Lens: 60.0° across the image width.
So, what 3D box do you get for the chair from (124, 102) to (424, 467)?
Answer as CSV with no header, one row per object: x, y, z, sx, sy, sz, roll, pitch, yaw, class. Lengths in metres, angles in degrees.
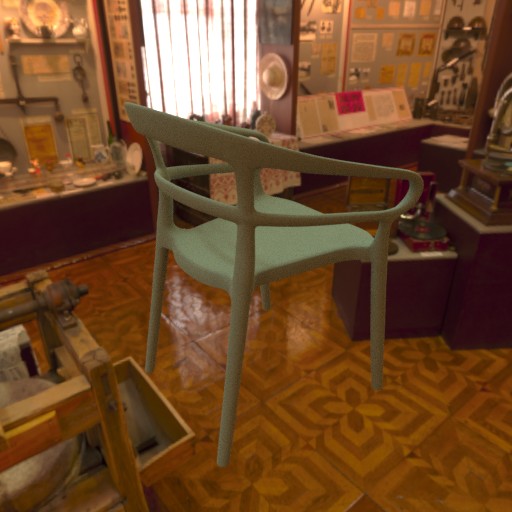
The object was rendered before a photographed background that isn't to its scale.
0.000,0.000,1.110,0.527,0.761,0.559,-19,32,-33,chair
